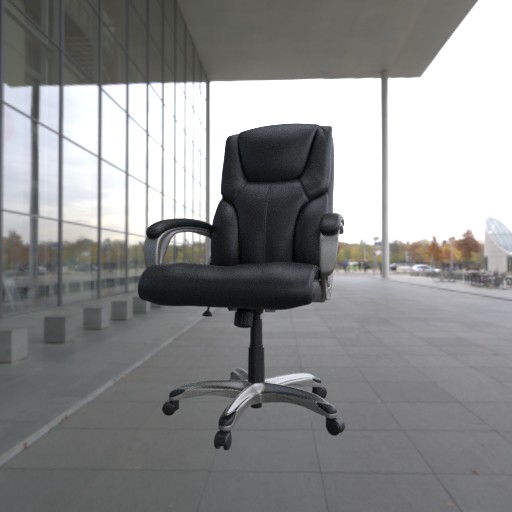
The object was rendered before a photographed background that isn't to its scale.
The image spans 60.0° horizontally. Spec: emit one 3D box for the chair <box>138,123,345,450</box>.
[{"bbox_3d":[0.000,0.000,1.621,0.663,1.155,0.739,0,-1,18],"label":"chair"}]
